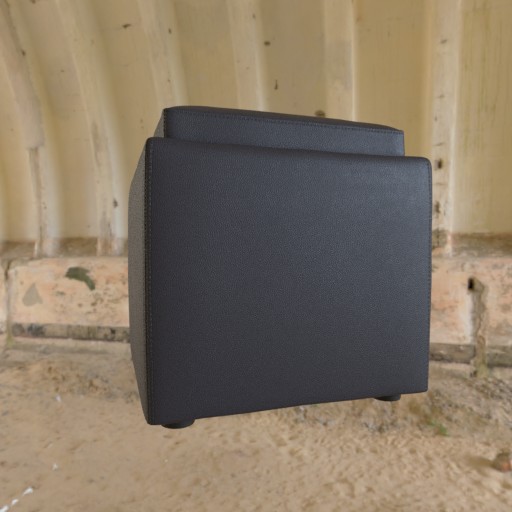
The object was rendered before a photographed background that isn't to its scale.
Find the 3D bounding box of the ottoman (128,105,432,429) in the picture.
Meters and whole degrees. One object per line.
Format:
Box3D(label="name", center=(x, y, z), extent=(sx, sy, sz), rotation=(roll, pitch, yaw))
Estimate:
Box3D(label="ottoman", center=(0.000, 0.000, 0.832), extent=(0.451, 0.460, 0.450), rotation=(0, 1, -18))
